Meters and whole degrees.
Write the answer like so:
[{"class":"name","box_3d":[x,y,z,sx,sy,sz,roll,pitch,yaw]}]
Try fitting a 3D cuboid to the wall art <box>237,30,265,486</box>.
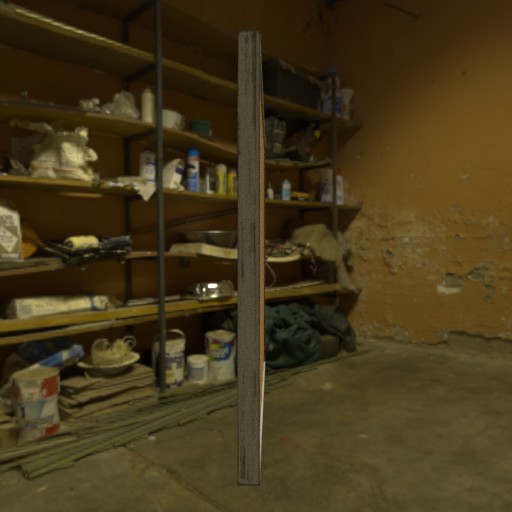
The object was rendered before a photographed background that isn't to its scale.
[{"class":"wall art","box_3d":[0.000,0.000,1.120,0.037,0.761,0.761,0,1,2]}]
